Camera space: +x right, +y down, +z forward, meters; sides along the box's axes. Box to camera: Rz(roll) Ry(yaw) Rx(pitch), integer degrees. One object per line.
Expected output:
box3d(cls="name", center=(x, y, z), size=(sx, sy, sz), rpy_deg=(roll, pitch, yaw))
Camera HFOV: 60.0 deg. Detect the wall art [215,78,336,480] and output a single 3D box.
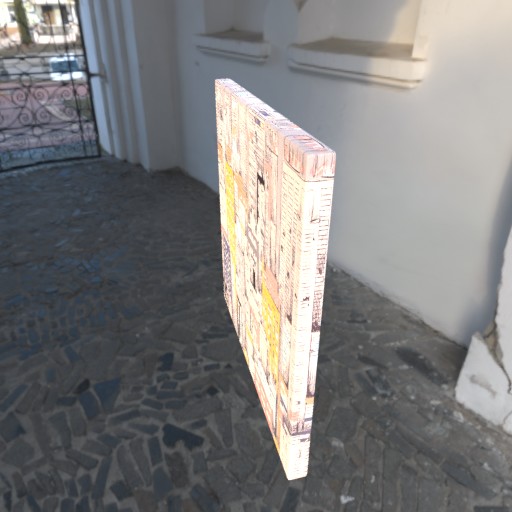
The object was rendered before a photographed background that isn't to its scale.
box3d(cls="wall art", center=(0.000, 0.000, 1.151), size=(0.048, 0.762, 0.761), rpy_deg=(-7, 30, -13))
